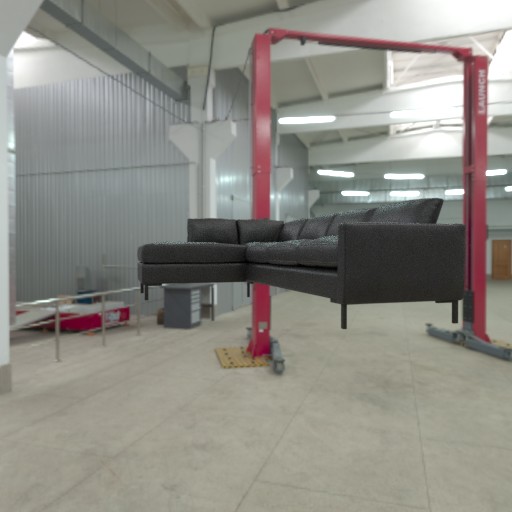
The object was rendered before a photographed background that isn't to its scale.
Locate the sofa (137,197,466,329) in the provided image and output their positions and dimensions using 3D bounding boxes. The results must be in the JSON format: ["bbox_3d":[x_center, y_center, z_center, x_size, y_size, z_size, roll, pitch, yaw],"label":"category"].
[{"bbox_3d":[0.000,0.000,4.005,1.938,0.877,2.984,0,1,-18],"label":"sofa"}]
